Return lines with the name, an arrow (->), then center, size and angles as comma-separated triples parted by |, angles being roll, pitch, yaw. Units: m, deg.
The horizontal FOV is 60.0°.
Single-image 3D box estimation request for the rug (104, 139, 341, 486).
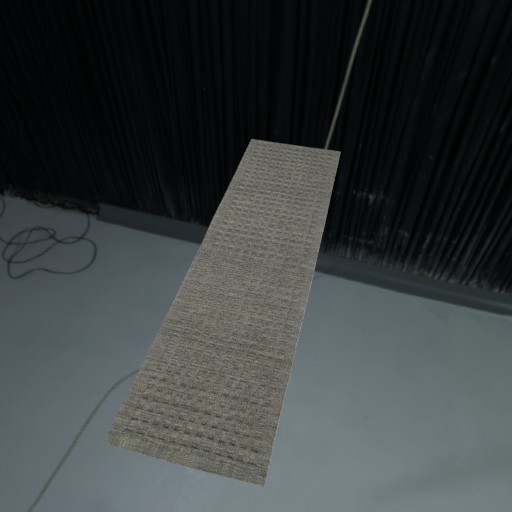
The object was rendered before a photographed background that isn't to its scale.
rug -> 0.000, 0.000, 2.631 | 0.706, 0.009, 2.443 | 11, 48, 10
